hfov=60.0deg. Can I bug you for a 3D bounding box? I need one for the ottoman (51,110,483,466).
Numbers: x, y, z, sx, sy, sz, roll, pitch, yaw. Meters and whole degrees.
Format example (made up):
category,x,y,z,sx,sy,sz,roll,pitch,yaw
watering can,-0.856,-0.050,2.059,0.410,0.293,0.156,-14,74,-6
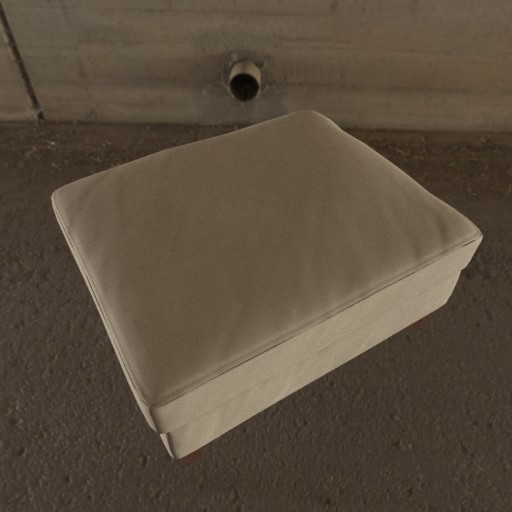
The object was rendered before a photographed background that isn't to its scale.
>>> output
category,x,y,z,sx,sy,sz,roll,pitch,yaw
ottoman,0.000,0.000,1.415,1.002,0.492,0.836,-24,51,-21
